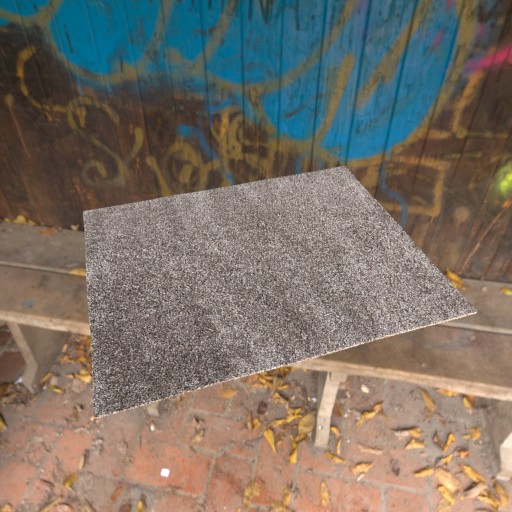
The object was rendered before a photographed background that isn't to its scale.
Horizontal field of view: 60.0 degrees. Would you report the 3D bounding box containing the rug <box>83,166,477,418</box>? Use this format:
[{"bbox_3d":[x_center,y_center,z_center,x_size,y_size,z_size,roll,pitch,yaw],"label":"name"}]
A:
[{"bbox_3d":[0.000,0.000,4.095,3.000,0.025,2.401,-12,43,-13],"label":"rug"}]
